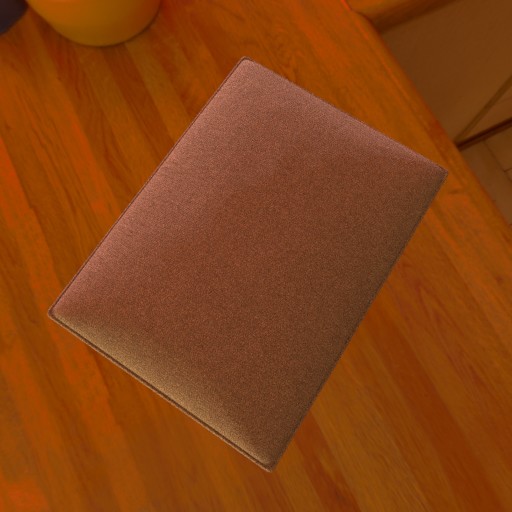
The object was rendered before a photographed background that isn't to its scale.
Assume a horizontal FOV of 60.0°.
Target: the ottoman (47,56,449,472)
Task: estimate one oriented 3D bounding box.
[{"bbox_3d":[0.000,0.000,1.133,0.583,0.464,0.785,32,78,8],"label":"ottoman"}]
